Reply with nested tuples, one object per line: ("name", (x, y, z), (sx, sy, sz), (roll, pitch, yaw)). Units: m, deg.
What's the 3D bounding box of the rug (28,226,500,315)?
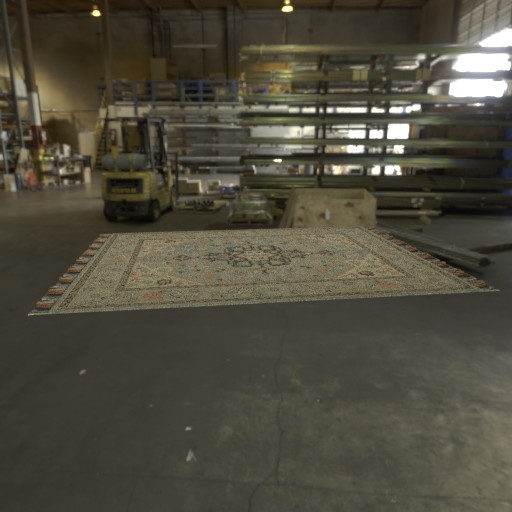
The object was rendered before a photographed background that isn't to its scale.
("rug", (0.000, 0.000, 4.087), (3.221, 0.011, 2.379), (-2, 15, -8))
